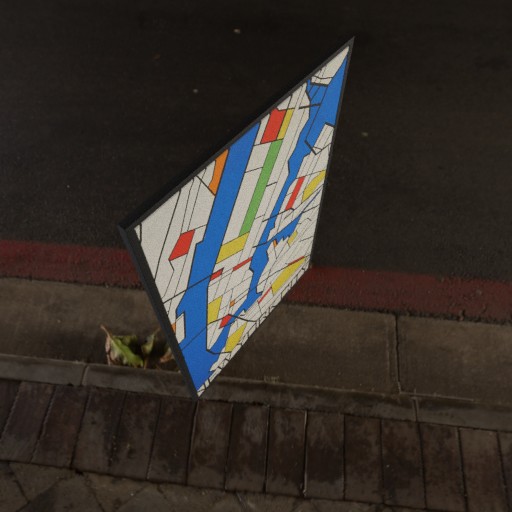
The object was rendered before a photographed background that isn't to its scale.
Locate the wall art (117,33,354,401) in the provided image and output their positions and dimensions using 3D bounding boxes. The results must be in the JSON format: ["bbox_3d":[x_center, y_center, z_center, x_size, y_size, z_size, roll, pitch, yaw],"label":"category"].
[{"bbox_3d":[0.000,0.000,0.837,0.013,0.657,0.457,33,63,20],"label":"wall art"}]
